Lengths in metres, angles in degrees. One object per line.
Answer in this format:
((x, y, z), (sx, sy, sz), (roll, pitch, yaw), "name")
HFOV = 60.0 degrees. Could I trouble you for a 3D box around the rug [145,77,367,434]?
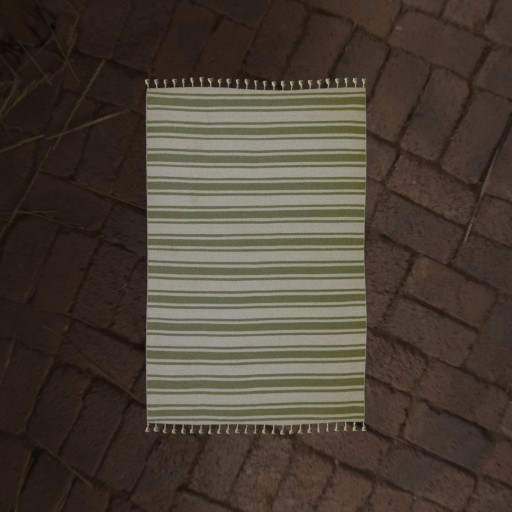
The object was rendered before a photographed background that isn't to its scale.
((0.000, 0.000, 2.327), (1.162, 0.013, 1.875), (0, 90, 0), "rug")
